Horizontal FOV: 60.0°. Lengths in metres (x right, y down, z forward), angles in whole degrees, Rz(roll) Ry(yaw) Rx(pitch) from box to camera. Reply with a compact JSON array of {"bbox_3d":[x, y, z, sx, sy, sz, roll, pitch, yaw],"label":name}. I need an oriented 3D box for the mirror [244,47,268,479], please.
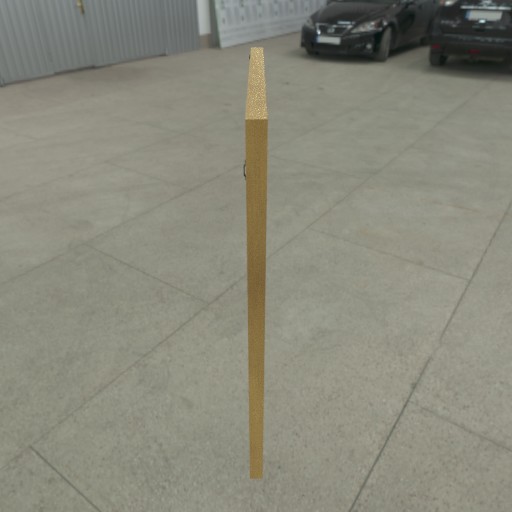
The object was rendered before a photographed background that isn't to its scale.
[{"bbox_3d":[0.000,0.000,1.303,0.041,1.016,0.762,0,33,0],"label":"mirror"}]
